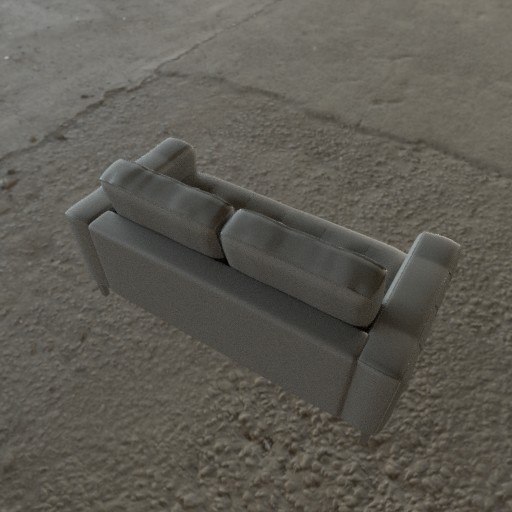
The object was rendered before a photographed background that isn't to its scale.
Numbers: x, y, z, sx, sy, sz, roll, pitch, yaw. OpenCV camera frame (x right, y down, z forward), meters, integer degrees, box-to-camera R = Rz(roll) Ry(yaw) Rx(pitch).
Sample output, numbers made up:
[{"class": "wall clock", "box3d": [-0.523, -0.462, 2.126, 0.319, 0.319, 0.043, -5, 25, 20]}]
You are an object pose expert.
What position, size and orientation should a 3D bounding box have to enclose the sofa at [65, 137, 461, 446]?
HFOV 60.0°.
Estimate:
[{"class": "sofa", "box3d": [0.000, 0.000, 2.200, 1.726, 0.893, 0.833, 24, 51, 21]}]
